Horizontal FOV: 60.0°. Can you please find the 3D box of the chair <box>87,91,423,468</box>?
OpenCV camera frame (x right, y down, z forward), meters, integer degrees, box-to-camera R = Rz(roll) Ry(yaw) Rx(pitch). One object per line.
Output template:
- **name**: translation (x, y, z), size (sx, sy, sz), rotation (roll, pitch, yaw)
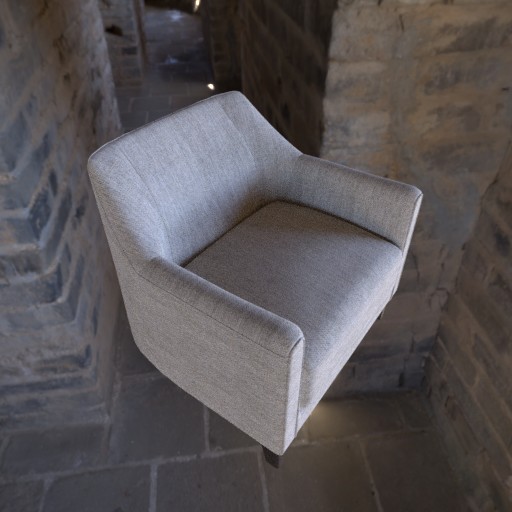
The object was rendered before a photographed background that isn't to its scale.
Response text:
- **chair**: translation (0.000, 0.000, 1.416), size (0.758, 0.761, 0.796), rotation (25, 46, 27)
